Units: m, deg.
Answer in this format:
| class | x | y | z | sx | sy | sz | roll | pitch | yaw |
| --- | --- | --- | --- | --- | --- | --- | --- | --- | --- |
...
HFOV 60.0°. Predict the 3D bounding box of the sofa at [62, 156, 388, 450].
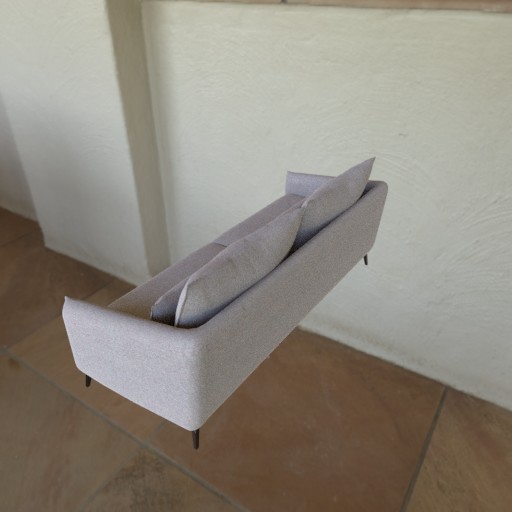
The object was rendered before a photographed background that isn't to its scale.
| class | x | y | z | sx | sy | sz | roll | pitch | yaw |
| --- | --- | --- | --- | --- | --- | --- | --- | --- | --- |
| sofa | 0.000 | 0.000 | 2.556 | 0.809 | 0.833 | 2.022 | 21 | 38 | 30 |
